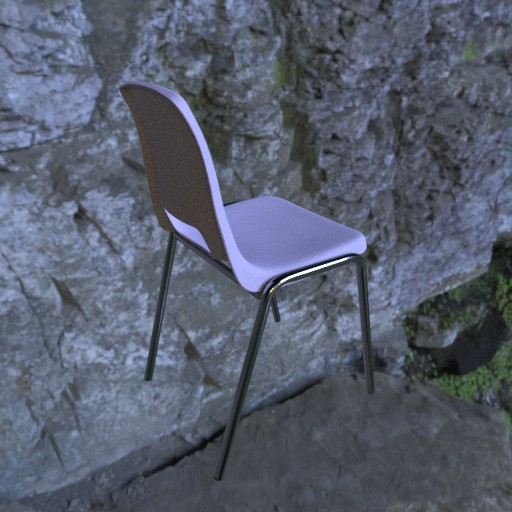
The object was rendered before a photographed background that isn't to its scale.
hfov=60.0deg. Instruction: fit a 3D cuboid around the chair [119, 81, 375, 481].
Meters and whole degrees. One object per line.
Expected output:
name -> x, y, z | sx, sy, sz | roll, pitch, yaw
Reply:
chair -> 0.000, 0.000, 0.931 | 0.436, 0.704, 0.381 | -18, 32, -31
